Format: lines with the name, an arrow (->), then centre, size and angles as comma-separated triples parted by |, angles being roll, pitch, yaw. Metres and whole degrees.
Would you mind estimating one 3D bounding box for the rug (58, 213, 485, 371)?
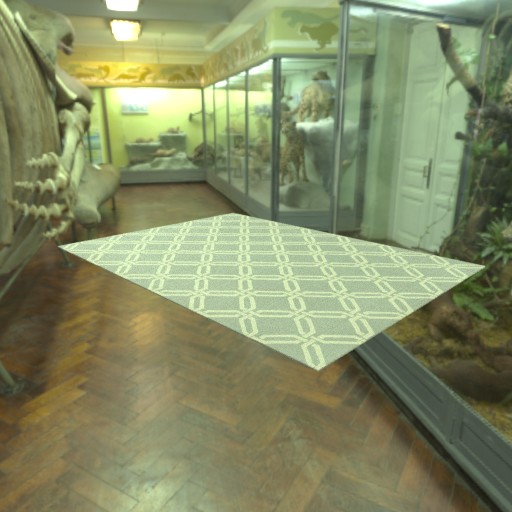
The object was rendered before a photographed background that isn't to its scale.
rug -> 0.000, 0.000, 4.266 | 2.438, 0.013, 3.353 | -16, 23, -42
